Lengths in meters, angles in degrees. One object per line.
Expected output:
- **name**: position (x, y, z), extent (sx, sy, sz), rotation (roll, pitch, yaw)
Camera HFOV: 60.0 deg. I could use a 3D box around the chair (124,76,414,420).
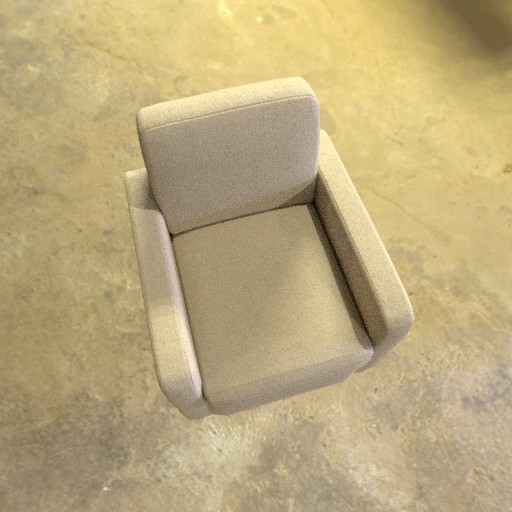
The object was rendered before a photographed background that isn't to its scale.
- **chair**: position (0.000, 0.000, 1.516), extent (0.755, 0.827, 0.888), rotation (-14, 65, -7)
